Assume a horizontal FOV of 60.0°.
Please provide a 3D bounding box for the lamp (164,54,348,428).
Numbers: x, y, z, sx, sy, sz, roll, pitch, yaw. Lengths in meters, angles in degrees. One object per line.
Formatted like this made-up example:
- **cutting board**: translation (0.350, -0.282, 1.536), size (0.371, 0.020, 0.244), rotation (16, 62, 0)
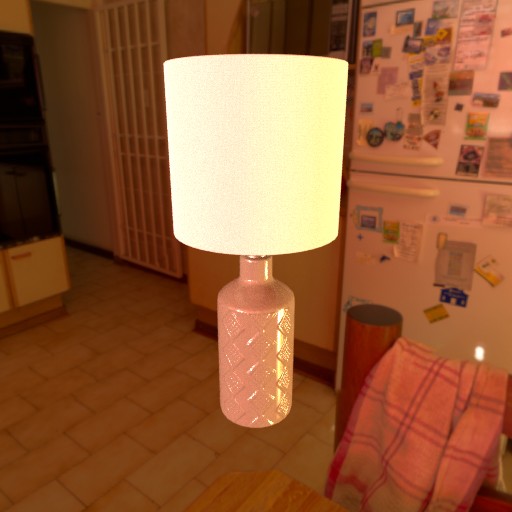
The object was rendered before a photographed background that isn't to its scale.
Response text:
- **lamp**: translation (0.000, 0.000, 0.579), size (0.207, 0.461, 0.207), rotation (2, 19, 7)
